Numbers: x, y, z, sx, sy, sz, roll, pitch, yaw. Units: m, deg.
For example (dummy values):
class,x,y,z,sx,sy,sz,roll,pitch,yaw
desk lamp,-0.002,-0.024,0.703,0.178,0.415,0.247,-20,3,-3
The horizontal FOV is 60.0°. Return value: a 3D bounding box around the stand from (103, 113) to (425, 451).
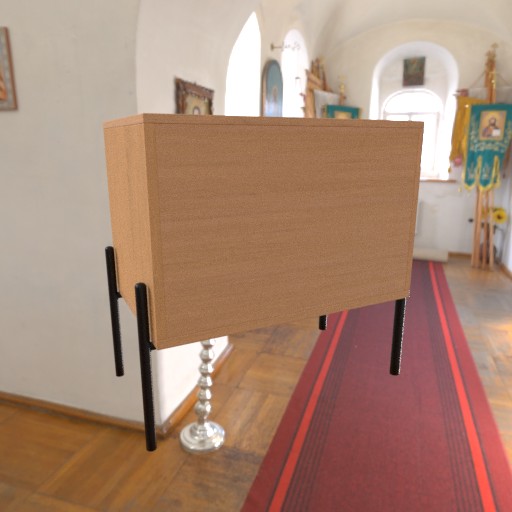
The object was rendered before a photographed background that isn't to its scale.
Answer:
class,x,y,z,sx,sy,sz,roll,pitch,yaw
stand,0.000,0.000,1.034,0.630,0.600,0.400,-7,16,-26
